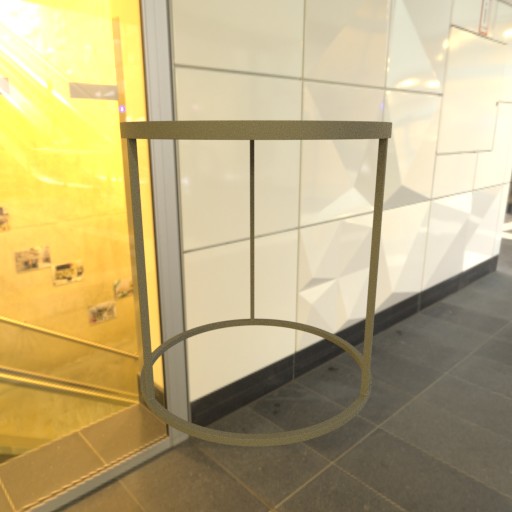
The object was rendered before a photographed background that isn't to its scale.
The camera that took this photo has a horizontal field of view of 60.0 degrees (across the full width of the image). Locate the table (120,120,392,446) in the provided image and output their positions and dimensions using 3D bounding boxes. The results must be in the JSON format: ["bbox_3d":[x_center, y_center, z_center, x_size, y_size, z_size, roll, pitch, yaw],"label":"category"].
[{"bbox_3d":[0.000,0.000,0.864,0.470,0.498,0.470,0,16,0],"label":"table"}]
